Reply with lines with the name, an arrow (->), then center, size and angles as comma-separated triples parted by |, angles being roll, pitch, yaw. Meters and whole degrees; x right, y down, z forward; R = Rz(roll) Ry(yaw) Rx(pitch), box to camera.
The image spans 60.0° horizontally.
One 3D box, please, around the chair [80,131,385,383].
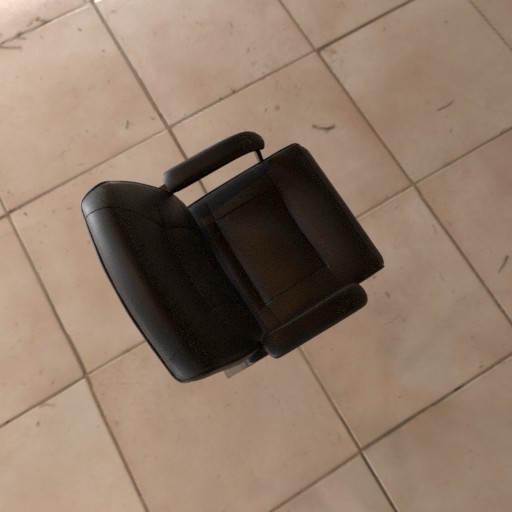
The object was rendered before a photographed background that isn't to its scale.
chair -> 0.000, 0.000, 1.352 | 0.668, 0.910, 0.591 | -31, 79, -7
